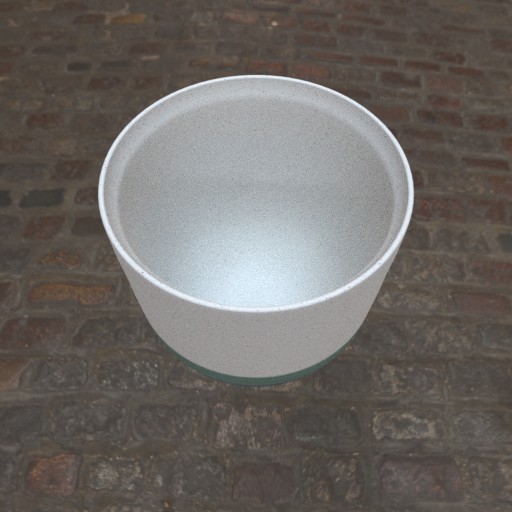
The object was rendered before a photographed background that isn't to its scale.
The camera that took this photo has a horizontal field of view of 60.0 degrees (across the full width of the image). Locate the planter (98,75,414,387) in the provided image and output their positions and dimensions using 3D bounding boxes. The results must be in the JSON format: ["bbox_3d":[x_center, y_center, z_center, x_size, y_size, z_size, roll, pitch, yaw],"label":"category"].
[{"bbox_3d":[0.000,0.000,0.492,0.268,0.270,0.268,0,57,0],"label":"planter"}]
